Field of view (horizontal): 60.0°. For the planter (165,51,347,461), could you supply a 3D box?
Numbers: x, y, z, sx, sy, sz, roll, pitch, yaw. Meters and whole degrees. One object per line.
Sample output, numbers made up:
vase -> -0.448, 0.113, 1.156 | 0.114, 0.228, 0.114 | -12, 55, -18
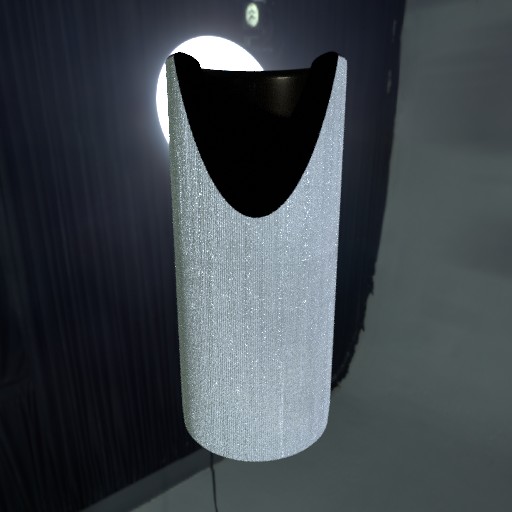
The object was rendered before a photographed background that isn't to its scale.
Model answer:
planter -> 0.000, 0.000, 0.126 | 0.045, 0.103, 0.045 | -15, 21, -42
